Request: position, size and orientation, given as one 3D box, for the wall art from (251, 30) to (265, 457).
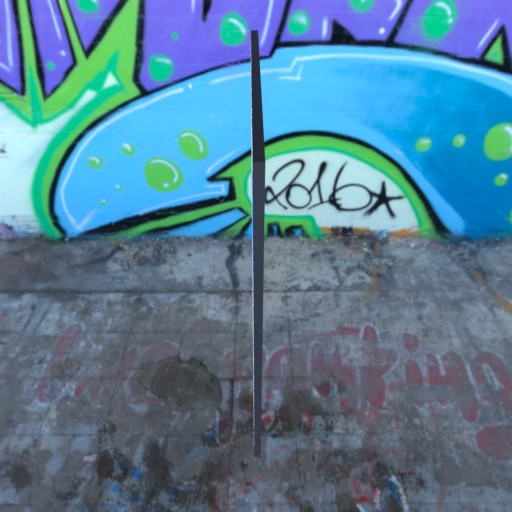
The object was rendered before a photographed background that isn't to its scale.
[{"bbox_3d":[0.000,0.000,0.832,0.013,0.660,0.460,0,42,-1],"label":"wall art"}]
